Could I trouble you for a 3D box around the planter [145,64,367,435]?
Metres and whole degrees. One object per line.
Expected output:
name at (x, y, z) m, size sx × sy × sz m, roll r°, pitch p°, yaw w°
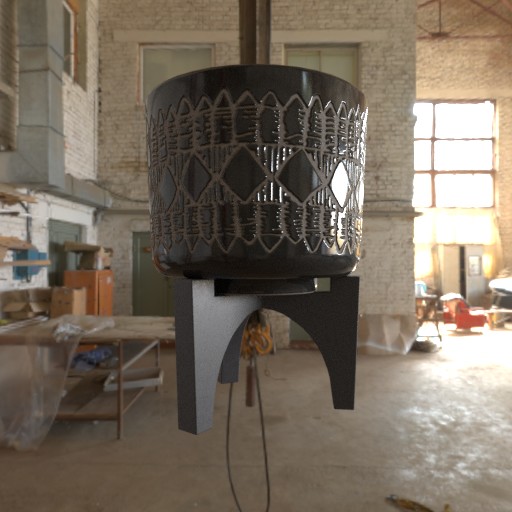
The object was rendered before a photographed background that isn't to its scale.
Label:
planter at (0.000, 0.000, 0.400) m, size 0.196 × 0.264 × 0.196 m, roll 0°, pitch -1°, yaw 37°
